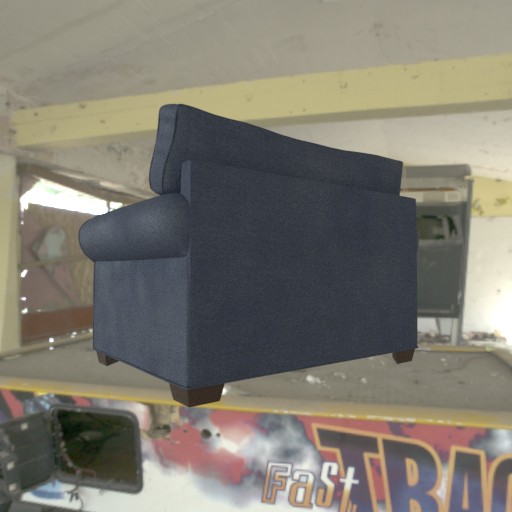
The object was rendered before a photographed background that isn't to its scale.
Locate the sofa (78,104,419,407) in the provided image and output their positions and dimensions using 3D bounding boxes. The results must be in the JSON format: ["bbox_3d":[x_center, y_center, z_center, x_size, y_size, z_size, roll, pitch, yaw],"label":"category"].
[{"bbox_3d":[0.000,0.000,2.121,1.405,1.004,0.938,2,-3,-37],"label":"sofa"}]
